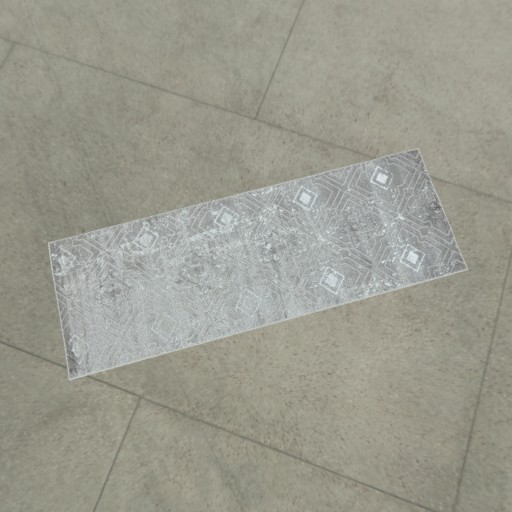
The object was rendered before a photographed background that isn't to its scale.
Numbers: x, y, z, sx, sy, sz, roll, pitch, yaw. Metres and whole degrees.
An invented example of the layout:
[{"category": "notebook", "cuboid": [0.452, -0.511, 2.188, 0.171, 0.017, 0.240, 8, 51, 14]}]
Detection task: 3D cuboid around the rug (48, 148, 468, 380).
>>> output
[{"category": "rug", "cuboid": [0.000, 0.000, 2.652, 2.381, 0.035, 0.832, -15, 76, -4]}]
